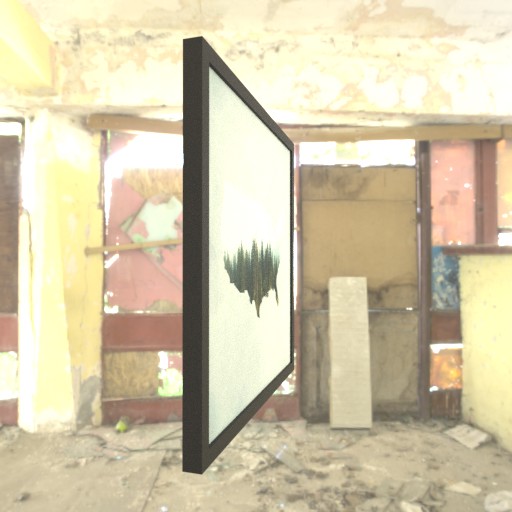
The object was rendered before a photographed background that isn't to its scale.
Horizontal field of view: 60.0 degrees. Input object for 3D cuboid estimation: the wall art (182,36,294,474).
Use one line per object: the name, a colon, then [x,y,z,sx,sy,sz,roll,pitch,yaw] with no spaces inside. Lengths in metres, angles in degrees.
wall art: [0.000,0.000,1.140,0.038,0.763,0.763,0,0,17]
